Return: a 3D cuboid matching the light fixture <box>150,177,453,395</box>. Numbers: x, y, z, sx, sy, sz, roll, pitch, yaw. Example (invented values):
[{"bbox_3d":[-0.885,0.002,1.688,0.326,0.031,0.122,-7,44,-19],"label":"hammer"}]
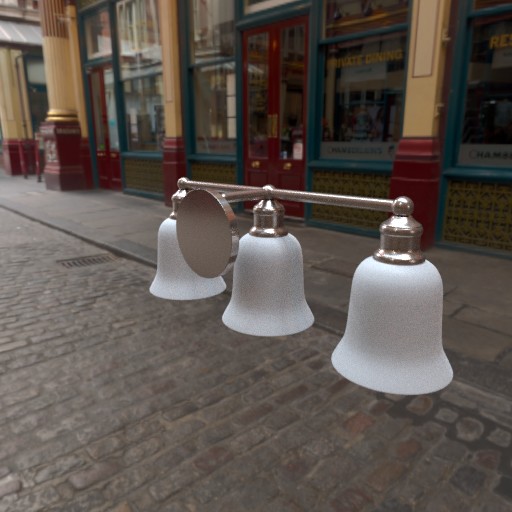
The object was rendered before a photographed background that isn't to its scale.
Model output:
[{"bbox_3d":[0.000,0.000,0.658,0.198,0.211,0.570,-13,19,-43],"label":"light fixture"}]
